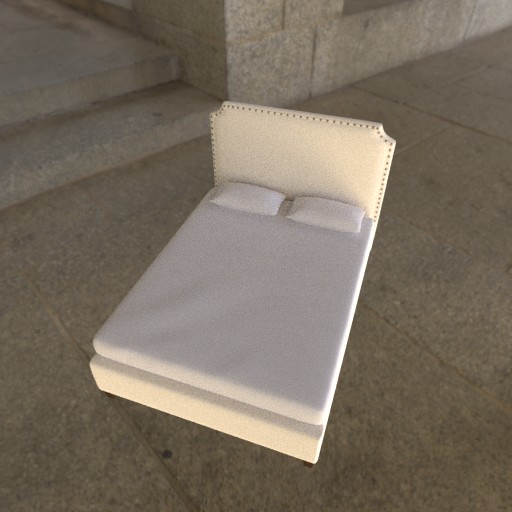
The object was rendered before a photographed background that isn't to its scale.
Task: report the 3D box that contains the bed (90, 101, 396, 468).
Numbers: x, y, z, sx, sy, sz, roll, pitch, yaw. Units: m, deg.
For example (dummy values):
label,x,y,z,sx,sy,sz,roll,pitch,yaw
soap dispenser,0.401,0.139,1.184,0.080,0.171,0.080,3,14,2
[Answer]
label,x,y,z,sx,sy,sz,roll,pitch,yaw
bed,0.000,0.000,3.565,1.712,1.497,2.372,13,43,15
